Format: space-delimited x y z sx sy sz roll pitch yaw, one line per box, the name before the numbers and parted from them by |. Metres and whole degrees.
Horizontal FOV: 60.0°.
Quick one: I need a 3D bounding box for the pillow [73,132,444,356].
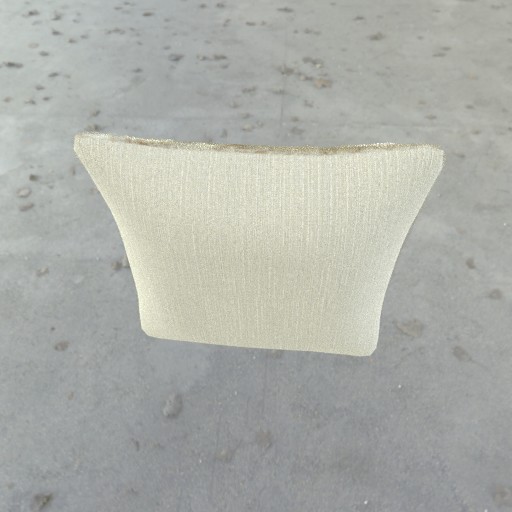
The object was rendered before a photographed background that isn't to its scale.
pillow | 0.000 0.000 0.821 0.538 0.525 0.216 3 47 3
